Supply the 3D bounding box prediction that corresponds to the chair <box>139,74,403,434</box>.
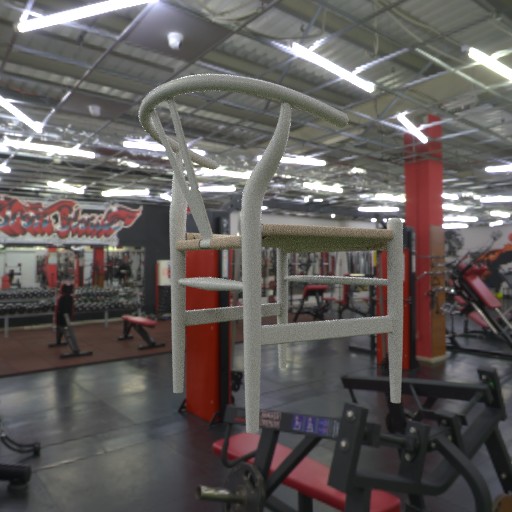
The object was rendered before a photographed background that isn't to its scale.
[{"bbox_3d":[0.000,0.000,1.138,0.579,0.730,0.569,1,-1,-36],"label":"chair"}]
